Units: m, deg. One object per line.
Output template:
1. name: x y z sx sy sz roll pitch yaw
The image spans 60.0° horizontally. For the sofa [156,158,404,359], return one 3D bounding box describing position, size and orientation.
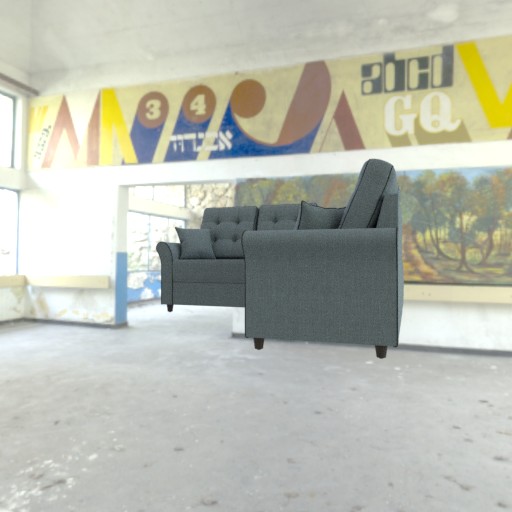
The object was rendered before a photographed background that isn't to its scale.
1. sofa: 0.000 0.000 3.308 2.068 0.988 2.070 0 0 19
